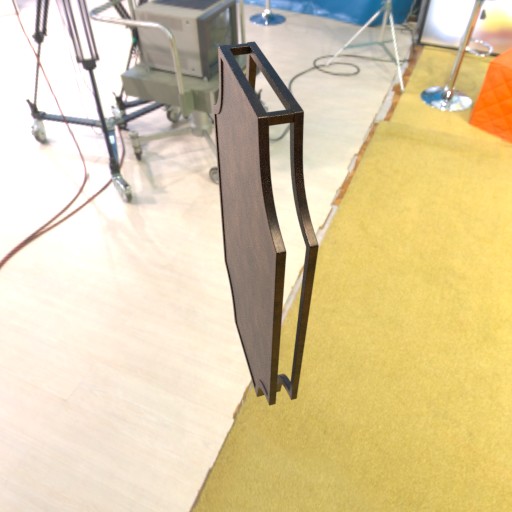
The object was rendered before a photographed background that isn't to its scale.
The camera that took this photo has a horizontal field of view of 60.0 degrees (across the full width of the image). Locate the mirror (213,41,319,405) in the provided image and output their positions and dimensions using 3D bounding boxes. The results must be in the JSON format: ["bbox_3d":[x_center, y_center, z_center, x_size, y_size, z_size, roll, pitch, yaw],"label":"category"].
[{"bbox_3d":[0.000,0.000,0.977,0.066,0.811,0.462,-11,47,-11],"label":"mirror"}]
